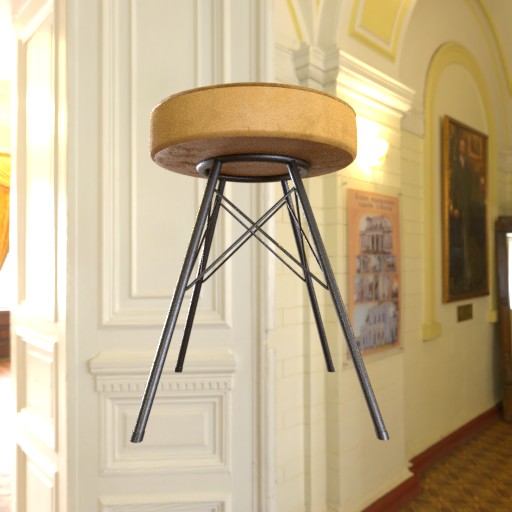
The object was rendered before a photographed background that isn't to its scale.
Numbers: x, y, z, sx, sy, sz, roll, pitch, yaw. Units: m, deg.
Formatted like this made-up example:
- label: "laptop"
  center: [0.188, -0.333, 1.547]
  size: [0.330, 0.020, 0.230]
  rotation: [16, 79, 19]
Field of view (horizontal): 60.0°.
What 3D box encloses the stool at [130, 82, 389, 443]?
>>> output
- label: "stool"
  center: [0.000, 0.000, 0.935]
  size: [0.438, 0.595, 0.472]
  rotation: [0, -1, 1]
